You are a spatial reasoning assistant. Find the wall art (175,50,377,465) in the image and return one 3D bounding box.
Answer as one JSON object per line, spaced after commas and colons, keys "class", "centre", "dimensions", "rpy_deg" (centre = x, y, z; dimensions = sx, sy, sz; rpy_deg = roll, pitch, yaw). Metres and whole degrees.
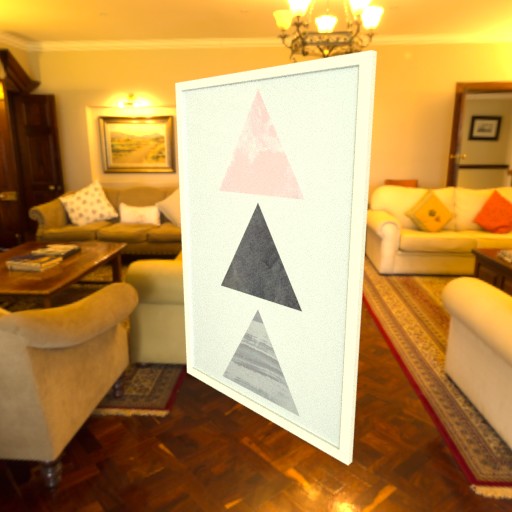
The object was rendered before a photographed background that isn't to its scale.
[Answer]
{"class": "wall art", "centre": [0.000, 0.000, 0.839], "dimensions": [0.456, 0.656, 0.013], "rpy_deg": [13, 19, 43]}
